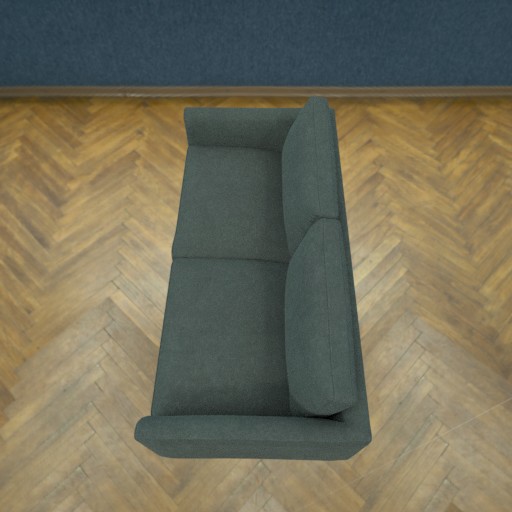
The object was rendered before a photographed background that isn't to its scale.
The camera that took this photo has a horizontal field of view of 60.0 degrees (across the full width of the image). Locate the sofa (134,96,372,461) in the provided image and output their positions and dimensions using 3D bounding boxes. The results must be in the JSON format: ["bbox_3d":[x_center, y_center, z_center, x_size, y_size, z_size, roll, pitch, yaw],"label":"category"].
[{"bbox_3d":[0.000,0.000,2.762,1.092,0.838,2.257,1,58,1],"label":"sofa"}]
